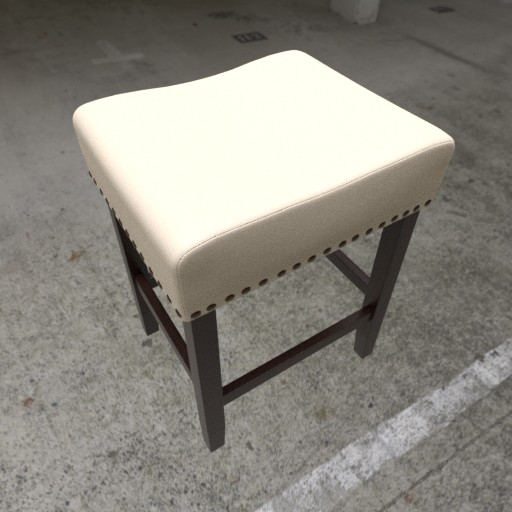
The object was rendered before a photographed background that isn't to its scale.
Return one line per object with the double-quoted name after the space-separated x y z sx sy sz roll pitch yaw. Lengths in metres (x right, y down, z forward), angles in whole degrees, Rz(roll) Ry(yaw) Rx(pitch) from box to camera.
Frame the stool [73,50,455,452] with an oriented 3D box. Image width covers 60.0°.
0.000 0.000 0.894 0.471 0.609 0.401 -24 51 -22 "stool"
